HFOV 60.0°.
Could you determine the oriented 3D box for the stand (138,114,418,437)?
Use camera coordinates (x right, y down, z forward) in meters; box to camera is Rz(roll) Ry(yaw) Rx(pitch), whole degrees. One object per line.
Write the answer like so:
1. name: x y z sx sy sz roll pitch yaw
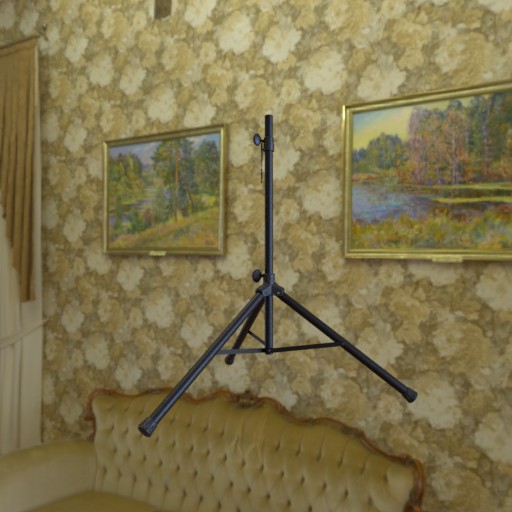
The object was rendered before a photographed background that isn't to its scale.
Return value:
1. stand: 0.000 0.000 1.937 1.045 1.136 0.907 0 -1 -18
